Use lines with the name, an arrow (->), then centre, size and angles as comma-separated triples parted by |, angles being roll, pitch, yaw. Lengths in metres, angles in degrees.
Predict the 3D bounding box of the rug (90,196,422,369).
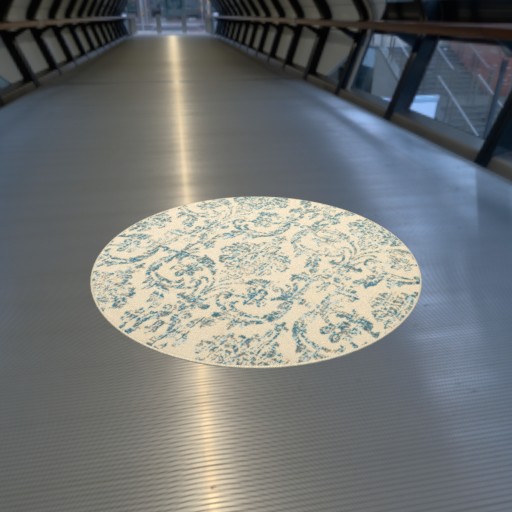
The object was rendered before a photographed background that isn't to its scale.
rug -> 0.000, 0.000, 2.240 | 1.593, 0.012, 1.593 | 0, 29, 0
